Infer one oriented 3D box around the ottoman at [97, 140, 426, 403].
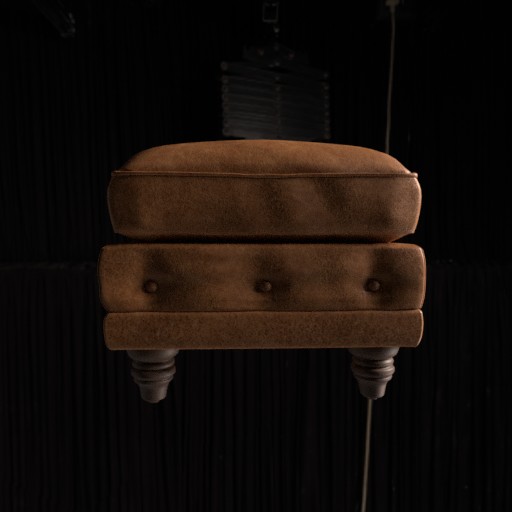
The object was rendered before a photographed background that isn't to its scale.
[{"bbox_3d":[0.000,0.000,1.059,0.533,0.480,0.710,0,2,-2],"label":"ottoman"}]
